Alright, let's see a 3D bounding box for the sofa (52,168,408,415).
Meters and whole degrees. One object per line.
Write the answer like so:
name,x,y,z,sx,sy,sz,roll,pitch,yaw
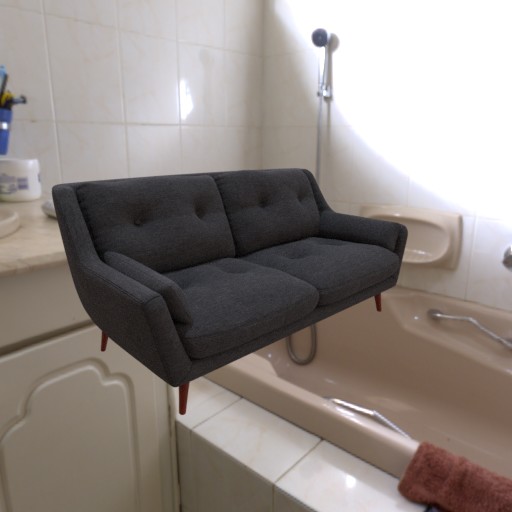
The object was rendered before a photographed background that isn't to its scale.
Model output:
sofa,0.000,0.000,2.477,0.975,0.896,1.929,14,20,43
